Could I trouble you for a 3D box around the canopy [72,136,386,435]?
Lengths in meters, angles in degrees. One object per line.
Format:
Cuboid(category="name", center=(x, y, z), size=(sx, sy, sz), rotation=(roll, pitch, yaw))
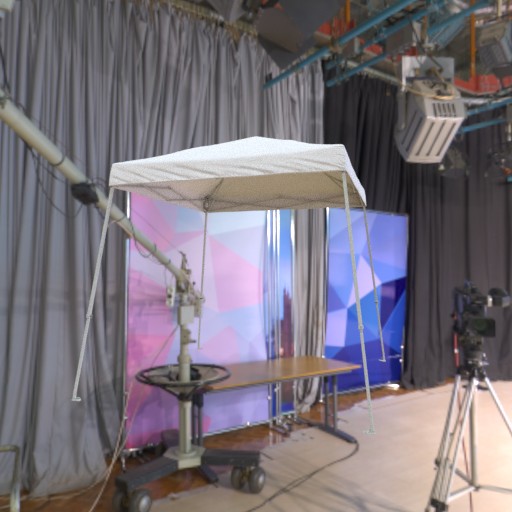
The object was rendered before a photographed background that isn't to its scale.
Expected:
Cuboid(category="canopy", center=(0.000, 0.000, 5.254), size=(2.850, 2.850, 2.849), rotation=(0, -1, 18))
